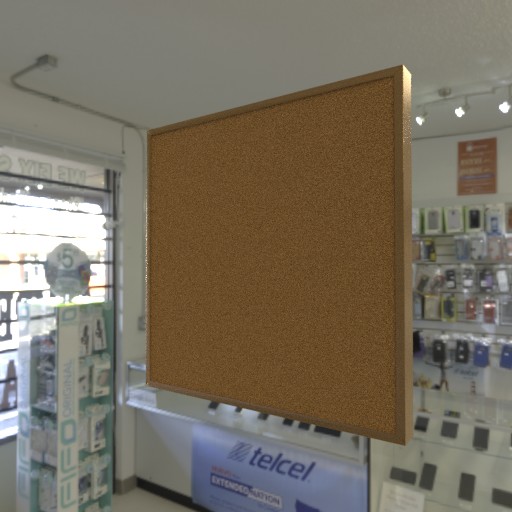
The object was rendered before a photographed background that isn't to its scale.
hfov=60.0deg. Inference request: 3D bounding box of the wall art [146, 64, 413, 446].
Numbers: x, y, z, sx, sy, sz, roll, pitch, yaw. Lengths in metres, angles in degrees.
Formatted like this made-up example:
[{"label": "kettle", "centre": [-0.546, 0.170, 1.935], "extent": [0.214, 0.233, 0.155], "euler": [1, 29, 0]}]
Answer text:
[{"label": "wall art", "centre": [0.000, 0.000, 0.746], "extent": [0.505, 0.505, 0.037], "euler": [-1, -1, 35]}]
